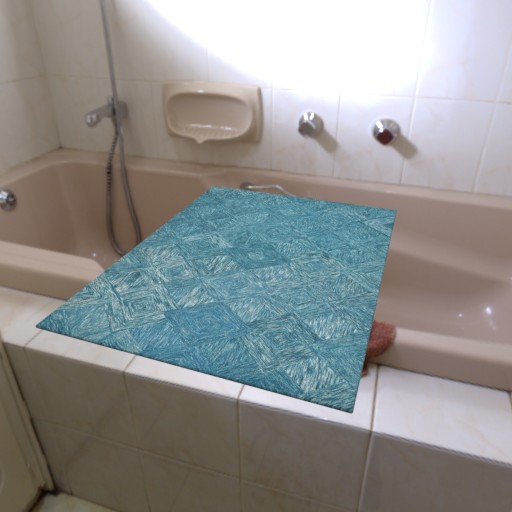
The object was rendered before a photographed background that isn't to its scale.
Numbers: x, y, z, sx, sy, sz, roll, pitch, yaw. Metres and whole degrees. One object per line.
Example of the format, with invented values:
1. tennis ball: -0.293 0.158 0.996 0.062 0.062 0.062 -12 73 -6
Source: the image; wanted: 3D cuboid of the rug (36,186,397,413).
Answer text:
1. rug: 0.000 0.000 4.331 2.405 0.027 3.217 10 31 17
